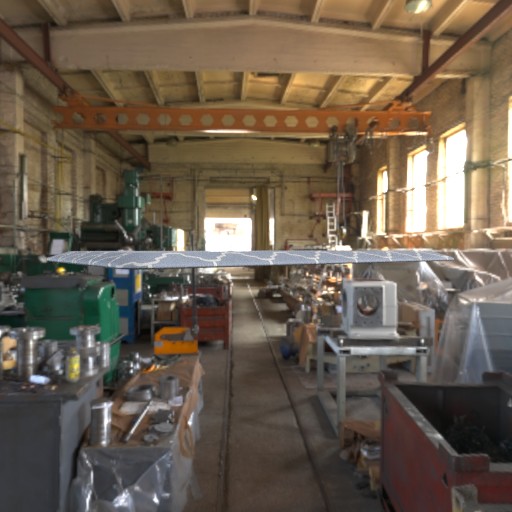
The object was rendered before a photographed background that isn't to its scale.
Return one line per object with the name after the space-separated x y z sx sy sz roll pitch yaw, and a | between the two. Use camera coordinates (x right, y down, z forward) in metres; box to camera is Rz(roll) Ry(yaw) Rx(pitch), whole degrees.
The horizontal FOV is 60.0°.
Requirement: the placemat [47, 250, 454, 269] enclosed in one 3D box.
0.000 0.000 0.971 0.762 0.021 0.508 -1 1 -36 | placemat
